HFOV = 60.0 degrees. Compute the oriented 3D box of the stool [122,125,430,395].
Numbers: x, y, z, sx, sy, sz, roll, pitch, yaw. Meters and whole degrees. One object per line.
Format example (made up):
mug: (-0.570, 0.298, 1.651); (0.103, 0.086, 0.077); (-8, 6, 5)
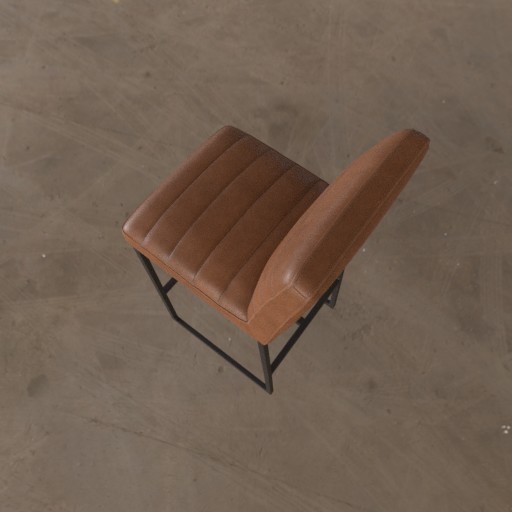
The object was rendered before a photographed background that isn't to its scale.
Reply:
stool: (0.000, 0.000, 1.306); (0.556, 1.040, 0.458); (34, 69, 16)
